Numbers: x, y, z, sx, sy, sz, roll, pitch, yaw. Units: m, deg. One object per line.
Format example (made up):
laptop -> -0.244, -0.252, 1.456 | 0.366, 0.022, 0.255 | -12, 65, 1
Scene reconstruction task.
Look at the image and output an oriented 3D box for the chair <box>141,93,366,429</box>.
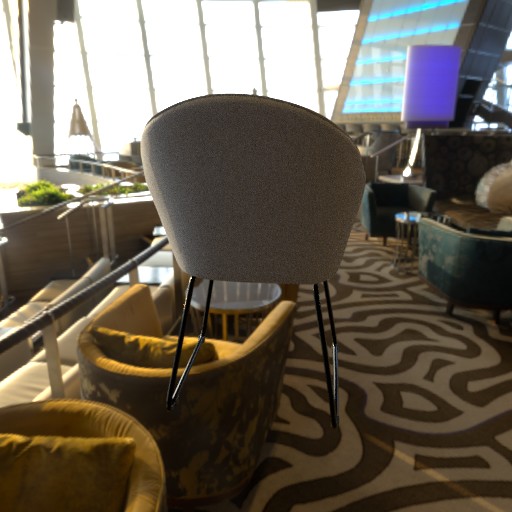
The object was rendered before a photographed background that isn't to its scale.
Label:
chair -> 0.000, 0.000, 1.231 | 0.570, 0.817, 0.592 | 2, 17, 8
